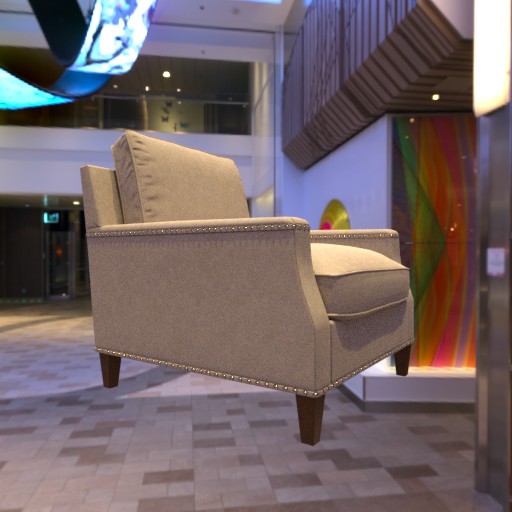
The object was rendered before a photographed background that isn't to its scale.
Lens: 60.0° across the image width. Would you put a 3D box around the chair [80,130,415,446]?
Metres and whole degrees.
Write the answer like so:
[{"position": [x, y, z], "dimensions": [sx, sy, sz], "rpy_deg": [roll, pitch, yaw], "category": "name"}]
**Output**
[{"position": [0.000, 0.000, 1.695], "dimensions": [1.014, 0.943, 0.853], "rpy_deg": [0, 1, 35], "category": "chair"}]
